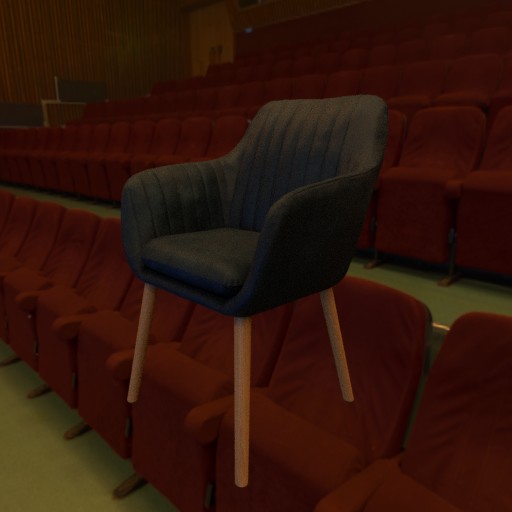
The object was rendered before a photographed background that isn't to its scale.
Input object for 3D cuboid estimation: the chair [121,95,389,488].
[{"bbox_3d":[0.000,0.000,1.181,0.578,0.826,0.573,14,21,42],"label":"chair"}]
